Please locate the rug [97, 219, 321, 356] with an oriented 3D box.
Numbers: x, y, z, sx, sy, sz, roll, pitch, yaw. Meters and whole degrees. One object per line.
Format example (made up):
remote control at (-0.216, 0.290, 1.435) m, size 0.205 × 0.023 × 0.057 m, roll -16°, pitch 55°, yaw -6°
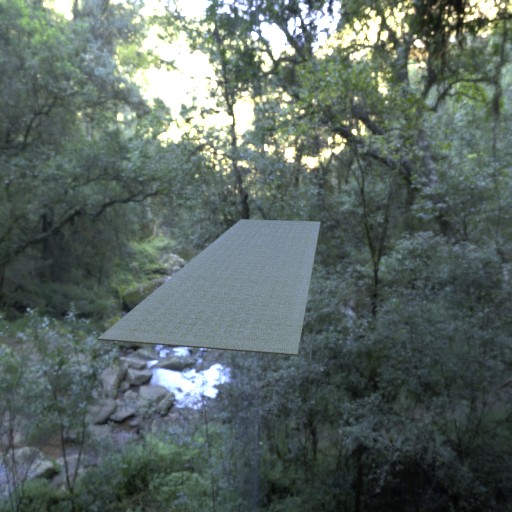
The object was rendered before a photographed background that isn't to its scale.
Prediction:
rug at (0.000, 0.000, 2.625) m, size 0.686 × 0.006 × 2.437 m, roll 2°, pitch 15°, yaw 9°
